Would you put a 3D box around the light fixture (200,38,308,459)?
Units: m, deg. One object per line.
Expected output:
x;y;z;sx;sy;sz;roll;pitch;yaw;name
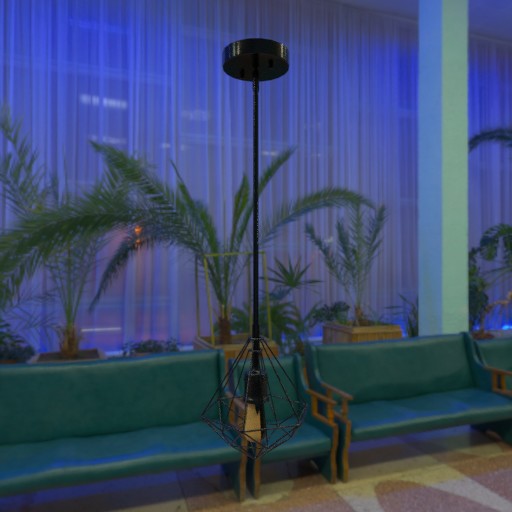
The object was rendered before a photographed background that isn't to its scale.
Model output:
0.000;0.000;1.936;0.487;1.764;0.431;0;-1;-18;light fixture
